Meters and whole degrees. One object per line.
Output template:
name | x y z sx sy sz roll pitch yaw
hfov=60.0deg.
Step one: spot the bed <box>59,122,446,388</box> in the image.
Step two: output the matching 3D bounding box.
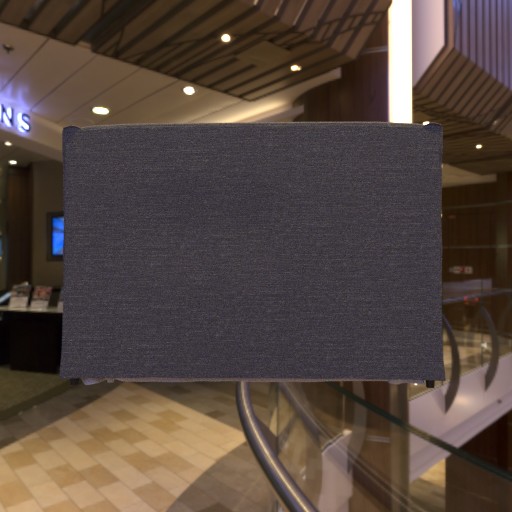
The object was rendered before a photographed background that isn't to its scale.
bed | 0.000 0.000 3.319 1.925 1.332 2.276 0 0 1
